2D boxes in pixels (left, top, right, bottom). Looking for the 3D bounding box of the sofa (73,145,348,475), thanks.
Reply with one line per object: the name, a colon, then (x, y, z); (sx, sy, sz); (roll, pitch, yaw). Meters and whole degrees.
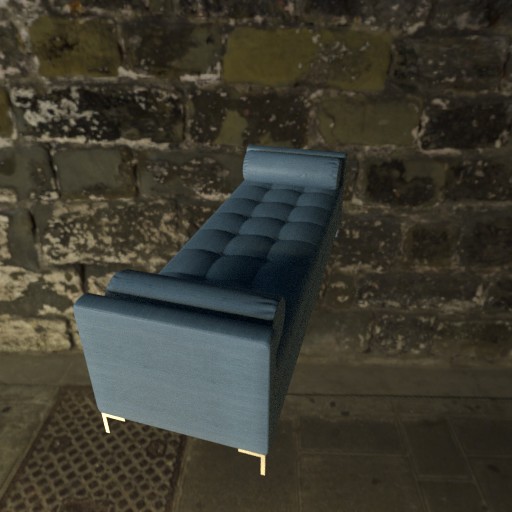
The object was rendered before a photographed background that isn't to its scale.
sofa: (0.000, 0.000, 2.337); (0.686, 0.635, 1.981); (8, 31, 14)
